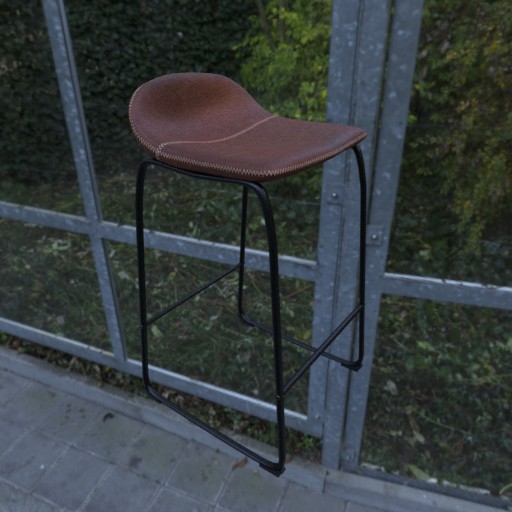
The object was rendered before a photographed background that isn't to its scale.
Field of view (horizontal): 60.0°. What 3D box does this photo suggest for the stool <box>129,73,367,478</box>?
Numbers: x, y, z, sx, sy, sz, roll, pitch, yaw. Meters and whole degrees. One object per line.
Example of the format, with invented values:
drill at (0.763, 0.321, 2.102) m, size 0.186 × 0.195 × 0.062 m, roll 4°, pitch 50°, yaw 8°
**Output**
stool at (0.000, 0.000, 1.114) m, size 0.473 × 0.830 × 0.454 m, roll 18°, pitch 32°, yaw 31°
